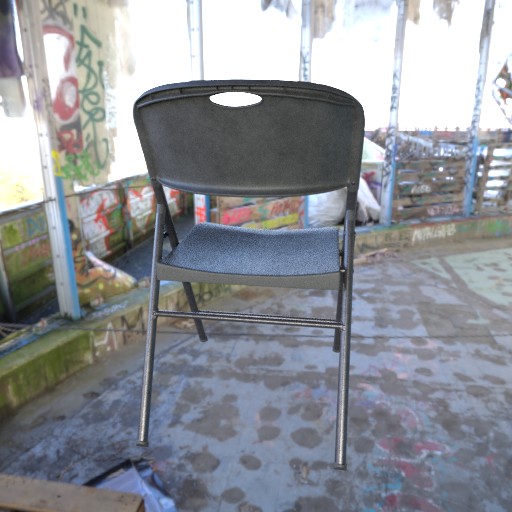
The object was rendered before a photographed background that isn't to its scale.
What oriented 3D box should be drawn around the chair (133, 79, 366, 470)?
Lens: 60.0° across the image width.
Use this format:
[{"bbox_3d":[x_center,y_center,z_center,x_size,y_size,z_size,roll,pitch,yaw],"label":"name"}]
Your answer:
[{"bbox_3d":[0.000,0.000,1.148,0.494,0.810,0.567,3,17,9],"label":"chair"}]
